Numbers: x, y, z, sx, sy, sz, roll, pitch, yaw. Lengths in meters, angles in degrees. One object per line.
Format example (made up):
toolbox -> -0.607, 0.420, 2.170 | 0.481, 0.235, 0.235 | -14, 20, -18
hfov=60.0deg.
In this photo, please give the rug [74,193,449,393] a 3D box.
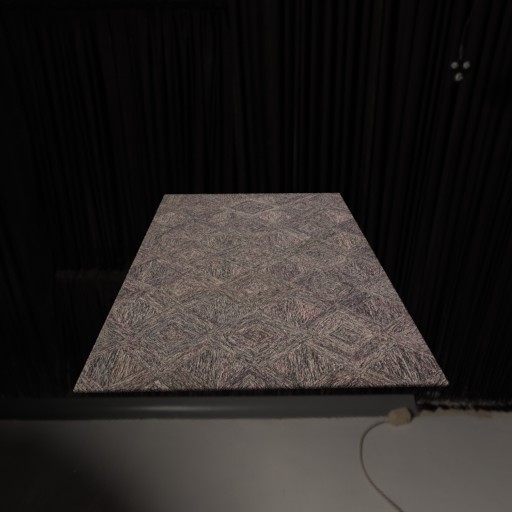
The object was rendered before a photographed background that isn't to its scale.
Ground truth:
rug -> 0.000, 0.000, 2.785 | 1.501, 0.017, 2.298 | -1, 27, -1
